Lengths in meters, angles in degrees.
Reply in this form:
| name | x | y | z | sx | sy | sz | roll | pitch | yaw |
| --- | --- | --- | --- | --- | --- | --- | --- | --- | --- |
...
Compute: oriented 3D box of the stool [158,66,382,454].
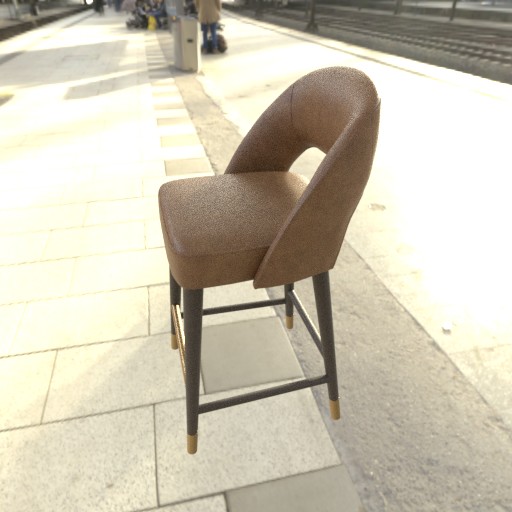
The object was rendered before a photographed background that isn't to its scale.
| name | x | y | z | sx | sy | sz | roll | pitch | yaw |
| --- | --- | --- | --- | --- | --- | --- | --- | --- | --- |
| stool | 0.000 | 0.000 | 1.218 | 0.509 | 0.940 | 0.494 | -8 | 32 | -13 |
